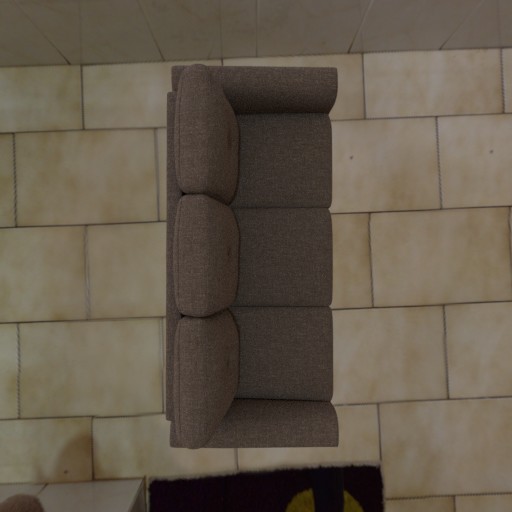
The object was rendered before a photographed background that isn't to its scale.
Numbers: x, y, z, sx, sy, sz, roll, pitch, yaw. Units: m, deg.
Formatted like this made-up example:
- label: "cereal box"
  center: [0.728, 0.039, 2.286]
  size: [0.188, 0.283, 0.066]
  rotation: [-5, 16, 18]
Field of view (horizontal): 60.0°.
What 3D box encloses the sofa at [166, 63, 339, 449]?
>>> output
- label: "sofa"
  center: [0.000, 0.000, 2.315]
  size: [0.837, 0.891, 1.847]
  rotation: [0, 89, -1]
